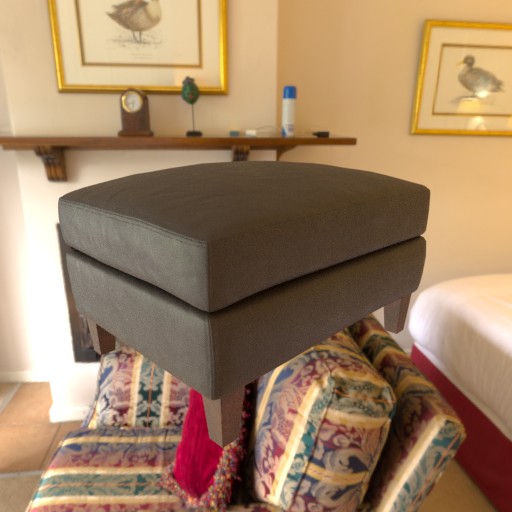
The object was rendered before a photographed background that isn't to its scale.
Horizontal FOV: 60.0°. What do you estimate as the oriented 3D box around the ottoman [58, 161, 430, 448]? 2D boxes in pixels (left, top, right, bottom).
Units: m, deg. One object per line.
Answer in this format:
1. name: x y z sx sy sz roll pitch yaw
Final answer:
1. ottoman: 0.000 0.000 1.276 0.887 0.529 0.659 -16 23 -42
